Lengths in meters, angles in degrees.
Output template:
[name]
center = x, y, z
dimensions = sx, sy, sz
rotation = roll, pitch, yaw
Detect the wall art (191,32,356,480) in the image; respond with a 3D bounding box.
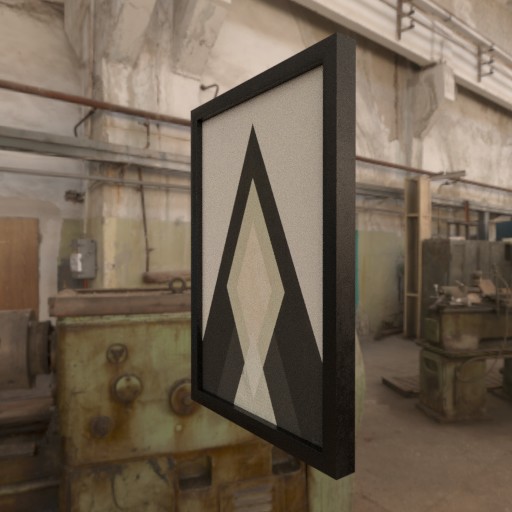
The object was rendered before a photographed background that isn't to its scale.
[wall art]
center = 0.000, 0.000, 0.586
dimensions = 0.031, 0.457, 0.313
rotation = 0, 1, -36
